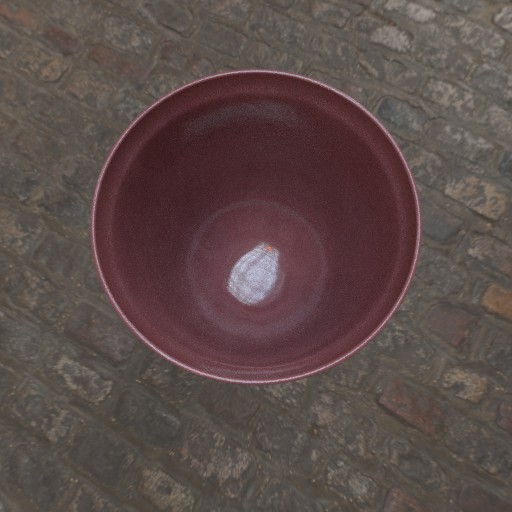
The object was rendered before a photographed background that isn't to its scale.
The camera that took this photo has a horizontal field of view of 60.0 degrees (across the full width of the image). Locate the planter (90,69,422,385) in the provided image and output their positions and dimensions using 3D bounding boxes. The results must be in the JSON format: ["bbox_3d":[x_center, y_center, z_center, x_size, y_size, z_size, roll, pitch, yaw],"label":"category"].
[{"bbox_3d":[0.000,0.000,0.363,0.195,0.214,0.195,0,76,0],"label":"planter"}]
